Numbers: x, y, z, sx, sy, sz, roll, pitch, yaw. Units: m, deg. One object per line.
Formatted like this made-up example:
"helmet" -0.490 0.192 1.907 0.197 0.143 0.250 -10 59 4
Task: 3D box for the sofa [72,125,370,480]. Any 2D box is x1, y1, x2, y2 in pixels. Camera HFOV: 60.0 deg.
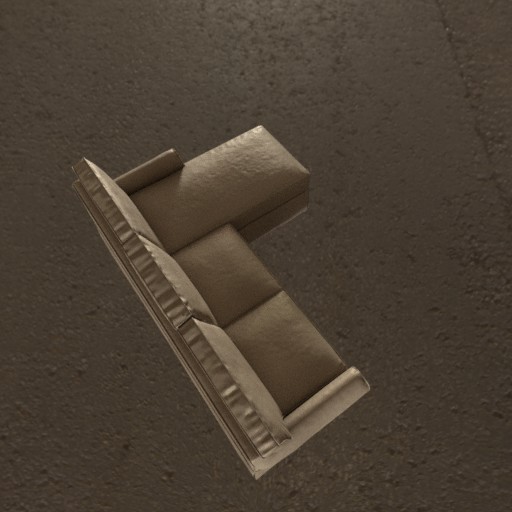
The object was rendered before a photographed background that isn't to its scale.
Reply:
"sofa" 0.000 0.000 3.340 1.733 0.978 2.475 -31 64 -17
